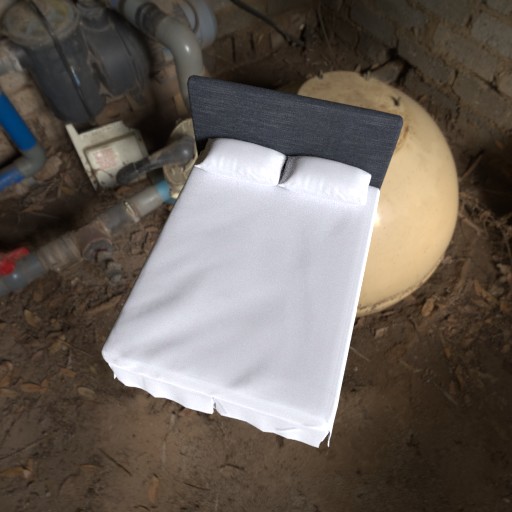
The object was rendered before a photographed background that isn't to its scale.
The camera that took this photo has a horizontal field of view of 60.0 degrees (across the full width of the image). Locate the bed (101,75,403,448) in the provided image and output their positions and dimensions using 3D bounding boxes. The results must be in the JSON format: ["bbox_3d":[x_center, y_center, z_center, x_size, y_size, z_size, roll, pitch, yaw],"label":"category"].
[{"bbox_3d":[0.000,0.000,3.313,1.723,1.330,2.142,14,59,9],"label":"bed"}]
